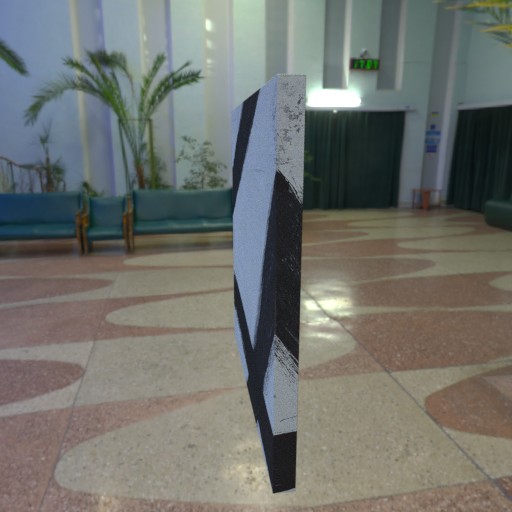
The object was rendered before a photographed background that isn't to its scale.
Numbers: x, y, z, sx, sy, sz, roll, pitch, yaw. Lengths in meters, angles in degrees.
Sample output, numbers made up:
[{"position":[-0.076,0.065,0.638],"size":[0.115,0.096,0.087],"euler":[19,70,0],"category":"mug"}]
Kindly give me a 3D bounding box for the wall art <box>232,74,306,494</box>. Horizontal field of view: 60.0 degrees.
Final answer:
[{"position":[0.000,0.000,1.140],"size":[0.046,0.765,0.765],"euler":[-2,14,-8],"category":"wall art"}]
